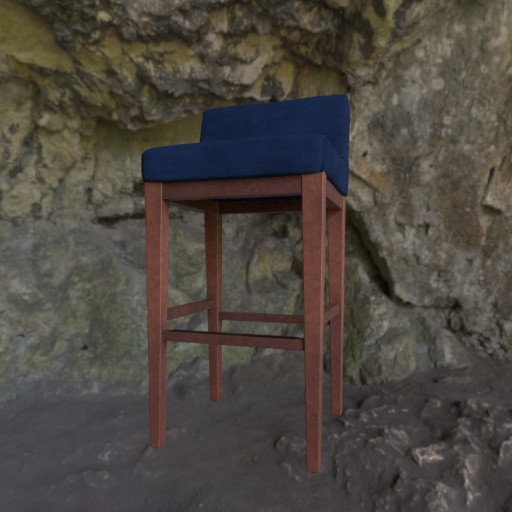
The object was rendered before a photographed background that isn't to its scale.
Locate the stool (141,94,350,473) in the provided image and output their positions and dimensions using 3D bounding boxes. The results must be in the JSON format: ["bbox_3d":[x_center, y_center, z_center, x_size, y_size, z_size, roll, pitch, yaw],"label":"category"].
[{"bbox_3d":[0.000,0.000,1.333,0.511,1.037,0.500,0,1,18],"label":"stool"}]
